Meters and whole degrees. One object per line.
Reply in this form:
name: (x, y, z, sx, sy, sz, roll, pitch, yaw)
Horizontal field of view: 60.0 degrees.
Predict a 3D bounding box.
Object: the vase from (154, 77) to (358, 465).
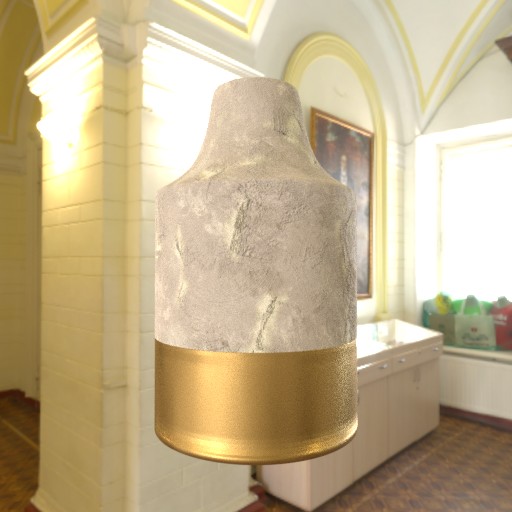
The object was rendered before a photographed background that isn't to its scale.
vase: (0.000, 0.000, 0.414, 0.184, 0.305, 0.184, 0, -1, 0)
